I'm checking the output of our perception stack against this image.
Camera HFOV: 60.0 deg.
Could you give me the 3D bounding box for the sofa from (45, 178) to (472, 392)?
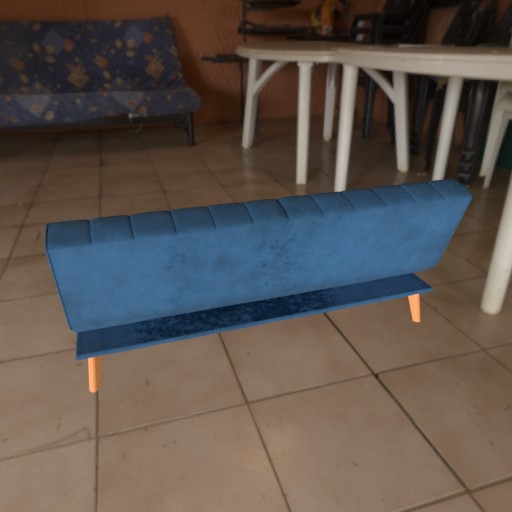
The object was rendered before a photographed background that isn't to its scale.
[{"bbox_3d":[0.000,0.000,2.291,1.804,0.813,0.855,-8,28,-16],"label":"sofa"}]
